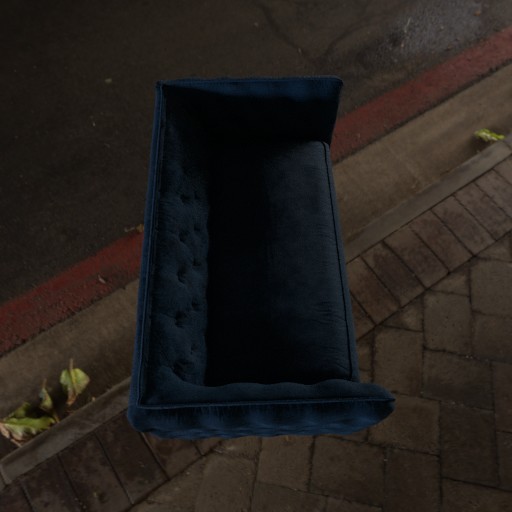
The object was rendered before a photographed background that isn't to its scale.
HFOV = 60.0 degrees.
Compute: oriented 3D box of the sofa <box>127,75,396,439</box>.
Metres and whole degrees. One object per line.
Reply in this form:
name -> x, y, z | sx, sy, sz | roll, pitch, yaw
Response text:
sofa -> 0.000, 0.000, 2.103 | 0.909, 0.810, 1.583 | -2, 64, -1
